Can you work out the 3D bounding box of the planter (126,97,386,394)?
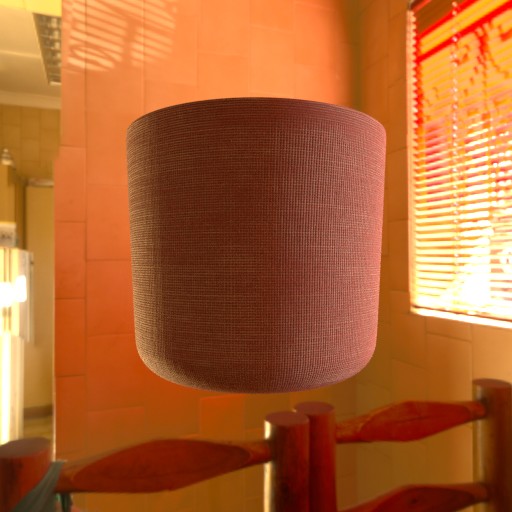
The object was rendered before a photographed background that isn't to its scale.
[{"bbox_3d":[0.000,0.000,0.778,0.440,0.398,0.440,0,-1,0],"label":"planter"}]
